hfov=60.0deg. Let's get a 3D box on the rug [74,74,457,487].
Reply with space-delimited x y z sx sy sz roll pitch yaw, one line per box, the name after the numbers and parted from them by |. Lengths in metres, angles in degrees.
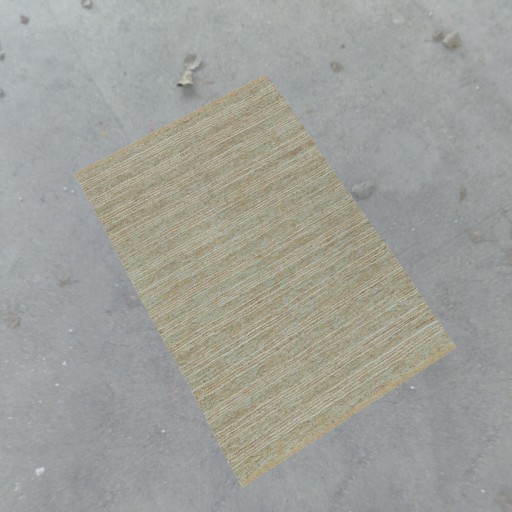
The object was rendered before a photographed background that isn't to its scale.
0.000 0.000 2.314 1.240 0.010 1.824 -30 77 -7 | rug
